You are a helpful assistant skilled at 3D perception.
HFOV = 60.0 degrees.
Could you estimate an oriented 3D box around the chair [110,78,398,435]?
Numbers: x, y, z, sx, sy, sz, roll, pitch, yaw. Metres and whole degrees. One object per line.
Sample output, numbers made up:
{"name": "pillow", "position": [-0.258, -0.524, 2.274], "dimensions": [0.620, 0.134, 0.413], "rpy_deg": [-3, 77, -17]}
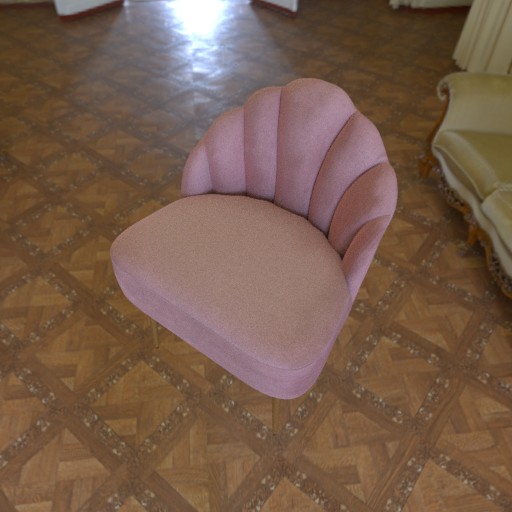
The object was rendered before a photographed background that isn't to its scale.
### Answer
{"name": "chair", "position": [0.000, 0.000, 1.267], "dimensions": [0.657, 0.819, 0.599], "rpy_deg": [28, 52, 25]}
